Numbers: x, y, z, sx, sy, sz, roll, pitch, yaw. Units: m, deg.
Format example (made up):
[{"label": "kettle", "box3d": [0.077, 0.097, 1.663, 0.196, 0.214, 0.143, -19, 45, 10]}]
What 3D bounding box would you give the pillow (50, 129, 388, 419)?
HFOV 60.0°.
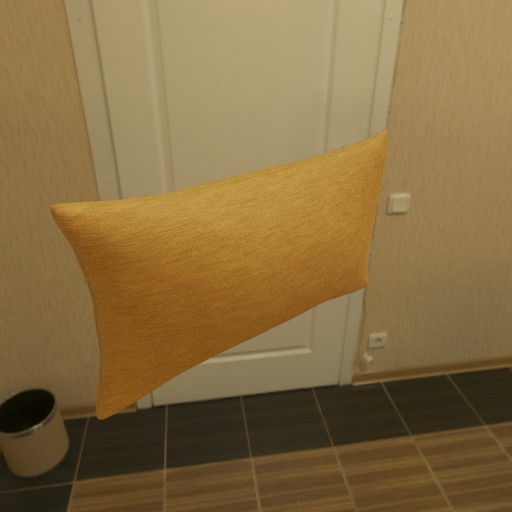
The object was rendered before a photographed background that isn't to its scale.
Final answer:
[{"label": "pillow", "box3d": [0.000, 0.000, 0.775, 0.634, 0.354, 0.210, -20, 35, -33]}]
